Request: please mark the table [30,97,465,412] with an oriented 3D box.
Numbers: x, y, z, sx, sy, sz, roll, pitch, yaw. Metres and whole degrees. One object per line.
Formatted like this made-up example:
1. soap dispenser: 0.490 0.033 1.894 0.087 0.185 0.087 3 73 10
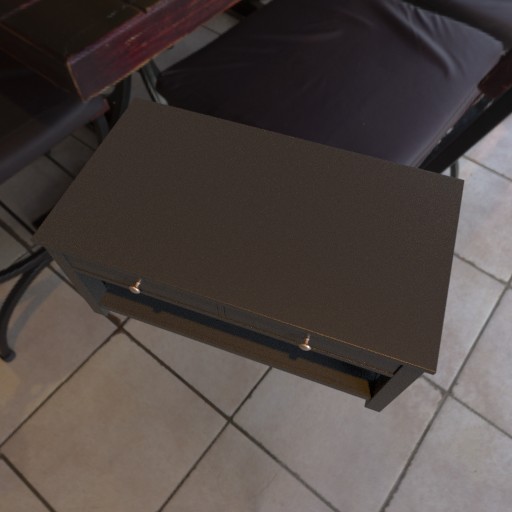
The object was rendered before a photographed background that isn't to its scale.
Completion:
1. table: 0.000 0.000 1.440 1.068 0.493 0.612 17 60 10
